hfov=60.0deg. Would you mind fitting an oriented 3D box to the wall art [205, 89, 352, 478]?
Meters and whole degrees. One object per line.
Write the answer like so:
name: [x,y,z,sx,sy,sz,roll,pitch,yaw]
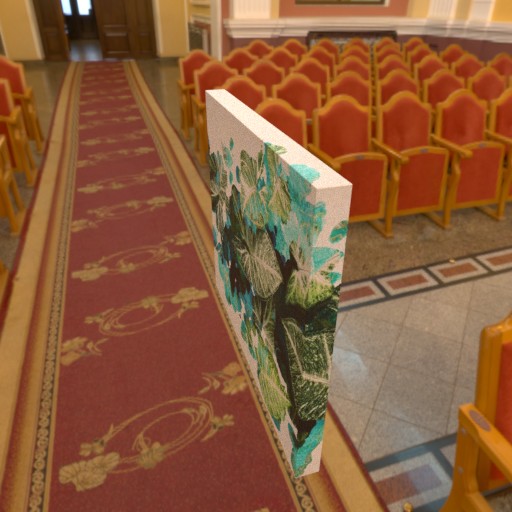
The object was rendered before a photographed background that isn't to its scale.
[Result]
wall art: [0.000,0.000,0.728,0.041,0.435,0.507,-9,32,-15]
